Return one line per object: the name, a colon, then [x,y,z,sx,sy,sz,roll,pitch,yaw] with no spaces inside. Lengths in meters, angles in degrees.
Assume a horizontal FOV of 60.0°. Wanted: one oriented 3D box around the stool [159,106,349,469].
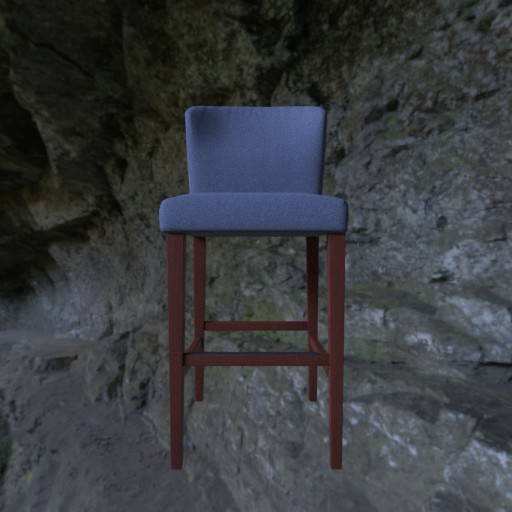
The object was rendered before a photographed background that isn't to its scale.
stool: [0.000,0.000,1.365,0.481,1.069,0.568,0,2,0]
